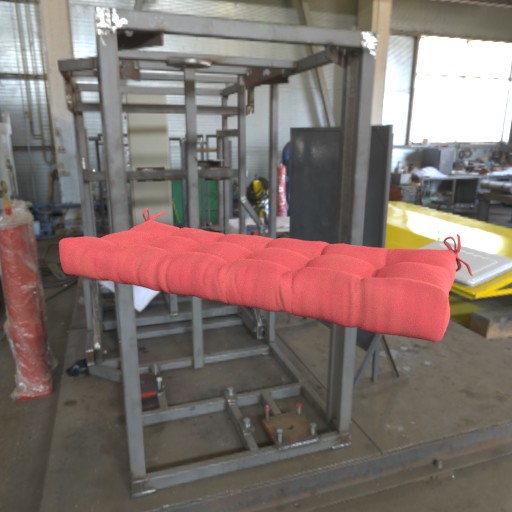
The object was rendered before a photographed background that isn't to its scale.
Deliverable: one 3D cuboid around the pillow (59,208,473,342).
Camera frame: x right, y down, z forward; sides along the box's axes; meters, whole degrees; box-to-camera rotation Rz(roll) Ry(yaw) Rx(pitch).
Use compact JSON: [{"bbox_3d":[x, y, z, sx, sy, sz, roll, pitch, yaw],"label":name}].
[{"bbox_3d":[0.000,0.000,1.348,1.194,0.174,0.511,7,17,25],"label":"pillow"}]
